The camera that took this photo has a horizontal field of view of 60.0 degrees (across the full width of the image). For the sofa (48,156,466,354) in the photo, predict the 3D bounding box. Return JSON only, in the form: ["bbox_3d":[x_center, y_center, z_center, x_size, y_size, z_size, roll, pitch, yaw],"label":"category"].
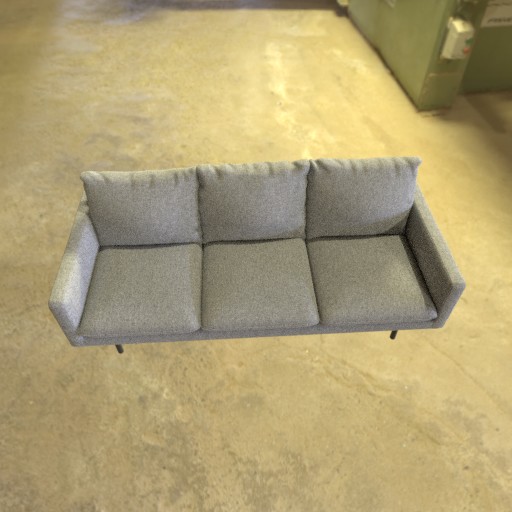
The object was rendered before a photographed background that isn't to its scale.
[{"bbox_3d":[0.000,0.000,2.479,2.000,0.830,0.850,-3,48,-2],"label":"sofa"}]
